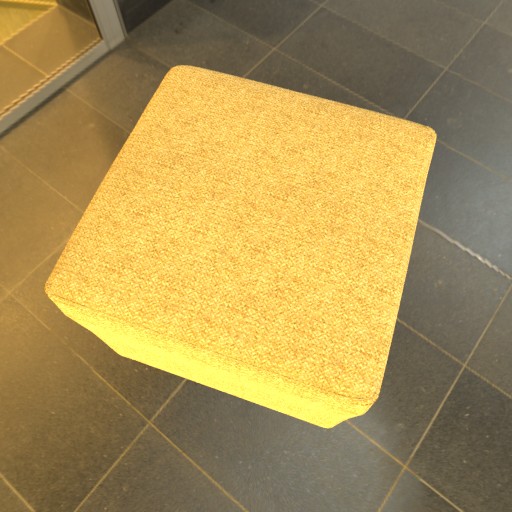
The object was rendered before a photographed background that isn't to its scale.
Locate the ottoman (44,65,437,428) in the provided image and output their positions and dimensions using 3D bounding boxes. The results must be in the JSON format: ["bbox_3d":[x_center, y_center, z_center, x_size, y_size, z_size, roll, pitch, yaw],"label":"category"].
[{"bbox_3d":[0.000,0.000,0.883,0.512,0.441,0.505,17,66,8],"label":"ottoman"}]
